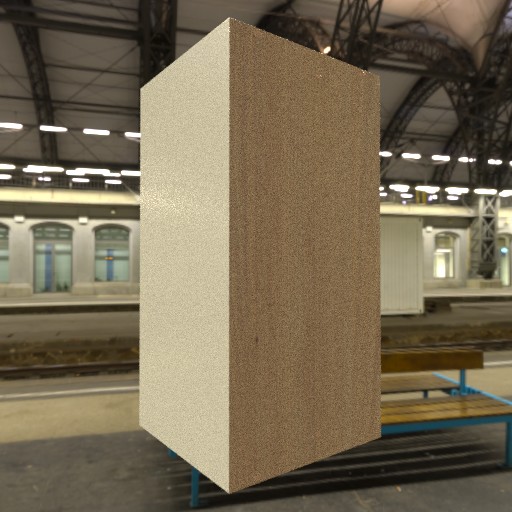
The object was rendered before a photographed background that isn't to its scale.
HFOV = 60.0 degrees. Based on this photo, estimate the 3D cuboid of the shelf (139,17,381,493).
[{"bbox_3d":[0.000,0.000,0.756,0.297,0.594,0.290,1,-1,-37],"label":"shelf"}]
